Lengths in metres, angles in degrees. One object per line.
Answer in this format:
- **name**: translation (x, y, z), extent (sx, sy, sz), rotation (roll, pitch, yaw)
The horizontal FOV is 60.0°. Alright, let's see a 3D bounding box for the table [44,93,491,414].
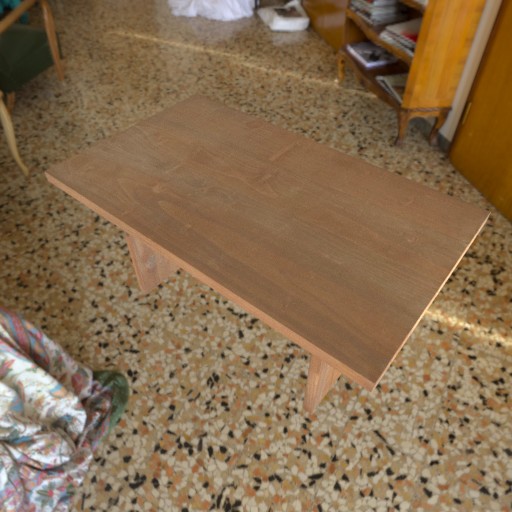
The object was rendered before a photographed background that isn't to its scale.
- **table**: translation (0.000, 0.000, 2.116), extent (1.609, 0.780, 0.946), rotation (30, 53, 26)
